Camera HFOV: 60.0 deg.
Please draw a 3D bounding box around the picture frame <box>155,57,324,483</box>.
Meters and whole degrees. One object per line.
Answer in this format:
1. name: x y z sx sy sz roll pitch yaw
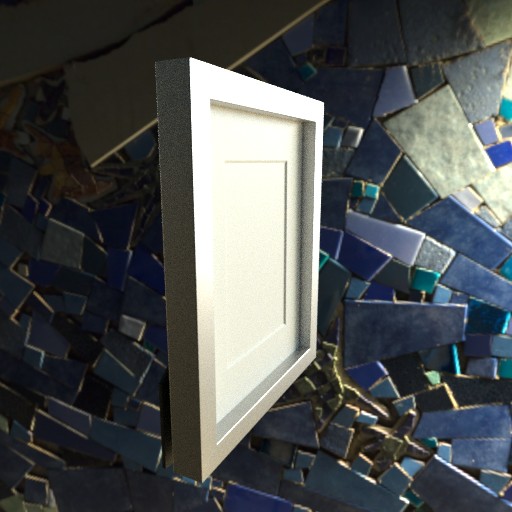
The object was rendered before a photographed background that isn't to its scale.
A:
1. picture frame: 0.000 0.000 0.393 0.036 0.282 0.233 6 14 27
